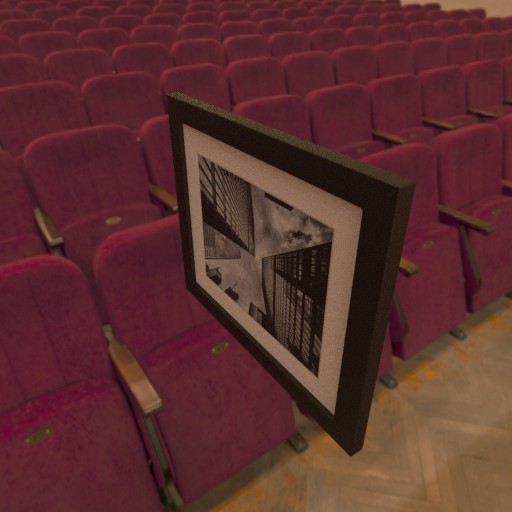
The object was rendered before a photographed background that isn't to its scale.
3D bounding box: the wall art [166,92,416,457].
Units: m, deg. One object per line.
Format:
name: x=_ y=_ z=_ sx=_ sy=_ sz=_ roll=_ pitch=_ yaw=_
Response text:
wall art: x=0.000 y=0.000 z=0.778 sx=0.031 sy=0.457 sz=0.558 roll=-20 pitch=37 yaw=-29
